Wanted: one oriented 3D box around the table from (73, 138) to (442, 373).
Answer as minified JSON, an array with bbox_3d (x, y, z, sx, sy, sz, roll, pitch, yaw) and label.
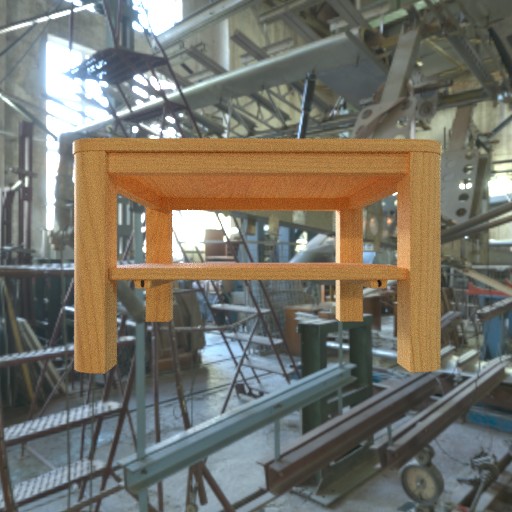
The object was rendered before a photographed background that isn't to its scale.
[{"bbox_3d":[0.000,0.000,1.223,0.750,0.450,0.750,0,0,-1],"label":"table"}]
